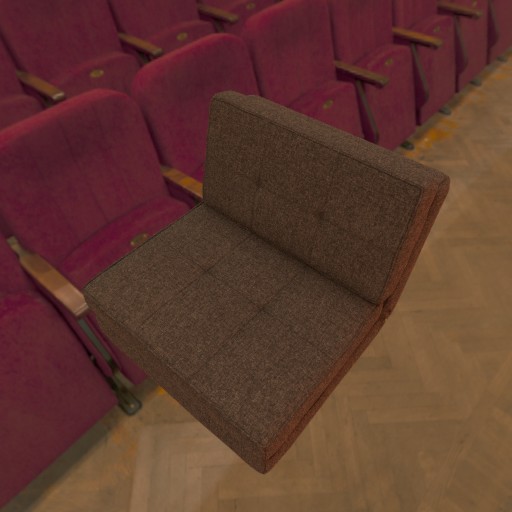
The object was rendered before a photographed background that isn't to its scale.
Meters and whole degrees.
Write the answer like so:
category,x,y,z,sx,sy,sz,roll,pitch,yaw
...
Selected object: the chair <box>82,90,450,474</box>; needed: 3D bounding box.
category,x,y,z,sx,sy,sz,roll,pitch,yaw
chair,0.000,0.000,1.310,0.740,0.615,0.800,32,55,26
